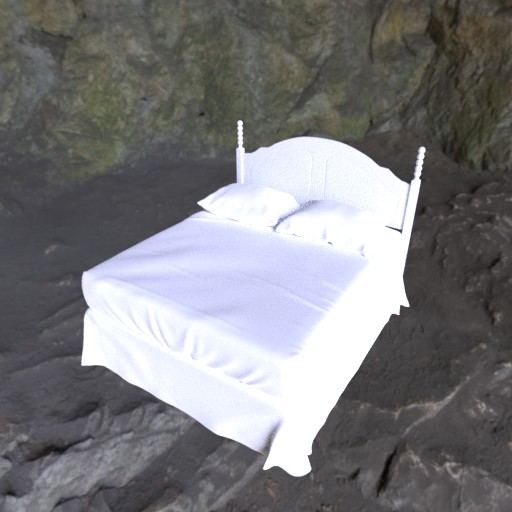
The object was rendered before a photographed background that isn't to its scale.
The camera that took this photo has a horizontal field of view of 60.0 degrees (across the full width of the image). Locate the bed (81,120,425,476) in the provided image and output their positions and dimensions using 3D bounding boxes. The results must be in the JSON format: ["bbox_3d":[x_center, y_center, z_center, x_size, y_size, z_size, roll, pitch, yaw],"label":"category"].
[{"bbox_3d":[0.000,0.000,3.177,1.873,1.356,2.040,17,34,28],"label":"bed"}]
